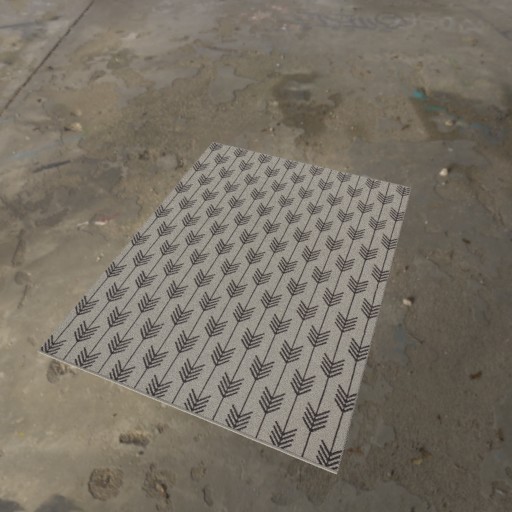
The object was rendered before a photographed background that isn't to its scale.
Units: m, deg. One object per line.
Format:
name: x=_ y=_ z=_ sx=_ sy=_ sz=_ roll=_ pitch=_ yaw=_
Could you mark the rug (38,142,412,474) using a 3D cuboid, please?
rug: x=0.000 y=0.000 z=4.016 sx=2.330 sy=0.010 sz=3.061 roll=16 pitch=49 yaw=15
